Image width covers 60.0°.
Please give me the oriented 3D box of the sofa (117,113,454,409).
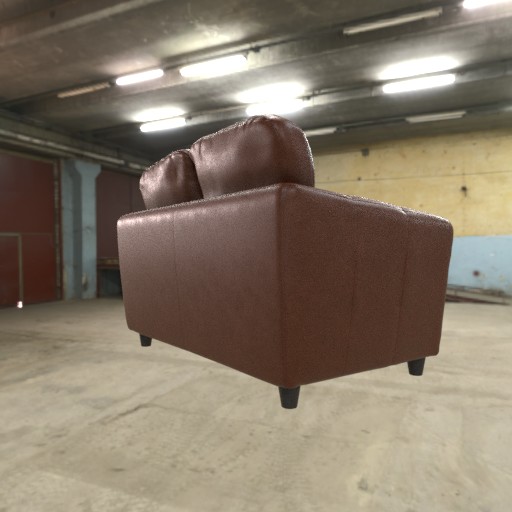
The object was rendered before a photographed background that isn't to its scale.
[{"bbox_3d":[0.000,0.000,1.956,0.805,0.906,1.406,0,0,-36],"label":"sofa"}]
